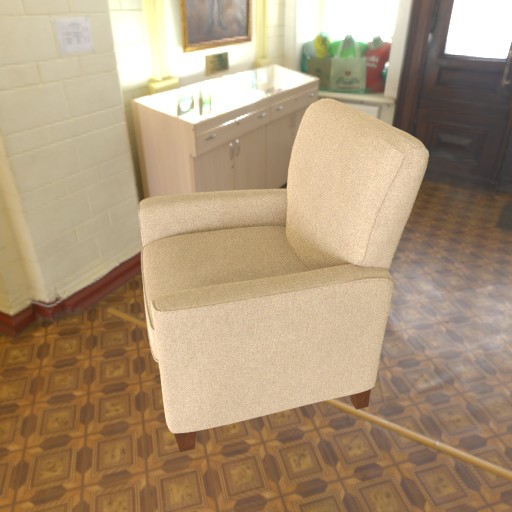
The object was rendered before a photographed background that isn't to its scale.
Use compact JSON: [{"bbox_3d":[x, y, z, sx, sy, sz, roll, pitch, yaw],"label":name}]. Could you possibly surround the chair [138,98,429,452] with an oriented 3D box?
[{"bbox_3d":[0.000,0.000,1.670,0.859,1.023,0.845,-8,31,-14],"label":"chair"}]
